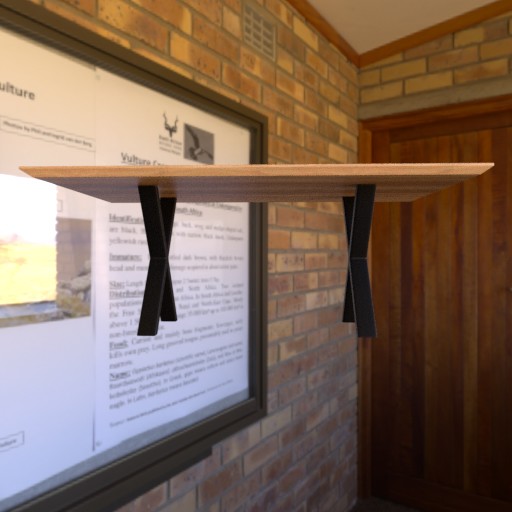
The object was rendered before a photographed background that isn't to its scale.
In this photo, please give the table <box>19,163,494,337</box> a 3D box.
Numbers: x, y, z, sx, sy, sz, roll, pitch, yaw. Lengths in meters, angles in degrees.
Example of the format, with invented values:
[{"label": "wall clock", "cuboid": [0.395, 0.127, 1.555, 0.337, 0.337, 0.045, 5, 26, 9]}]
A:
[{"label": "table", "cuboid": [0.000, 0.000, 2.363, 2.000, 0.770, 1.000, 0, 0, 2]}]
